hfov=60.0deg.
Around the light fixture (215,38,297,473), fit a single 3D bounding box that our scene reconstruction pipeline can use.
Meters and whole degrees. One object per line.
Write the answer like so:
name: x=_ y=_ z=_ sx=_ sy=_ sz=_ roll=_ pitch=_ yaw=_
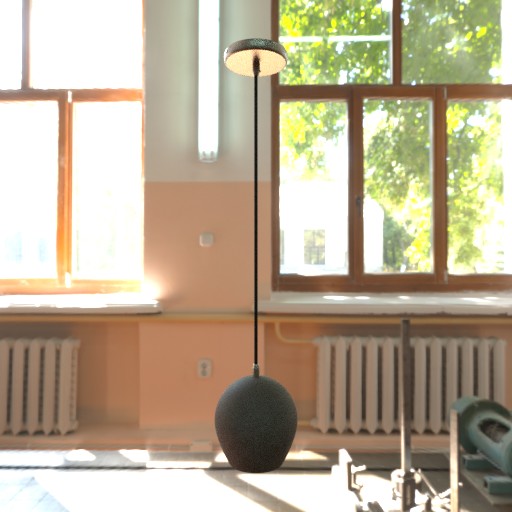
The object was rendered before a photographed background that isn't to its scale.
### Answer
light fixture: x=0.000 y=0.000 z=0.828 sx=0.153 sy=0.760 sz=0.153 roll=-1 pitch=-1 yaw=36
